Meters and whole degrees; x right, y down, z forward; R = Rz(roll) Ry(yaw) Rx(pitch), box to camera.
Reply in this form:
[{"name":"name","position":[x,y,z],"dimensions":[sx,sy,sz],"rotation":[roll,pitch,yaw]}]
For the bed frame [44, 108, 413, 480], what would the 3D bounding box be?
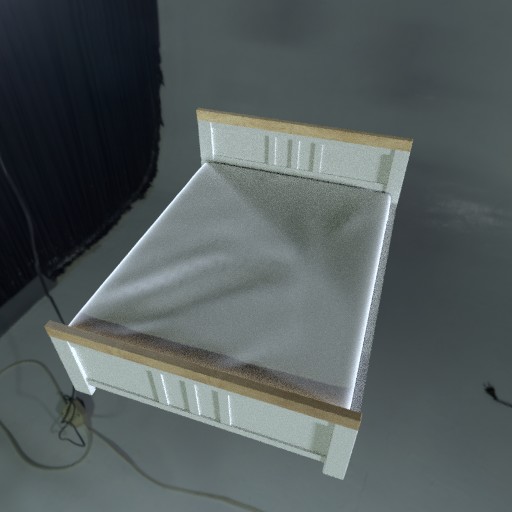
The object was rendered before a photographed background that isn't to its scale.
[{"name":"bed frame","position":[0.000,0.000,2.949],"dimensions":[1.670,0.980,2.050],"rotation":[13,43,14]}]
